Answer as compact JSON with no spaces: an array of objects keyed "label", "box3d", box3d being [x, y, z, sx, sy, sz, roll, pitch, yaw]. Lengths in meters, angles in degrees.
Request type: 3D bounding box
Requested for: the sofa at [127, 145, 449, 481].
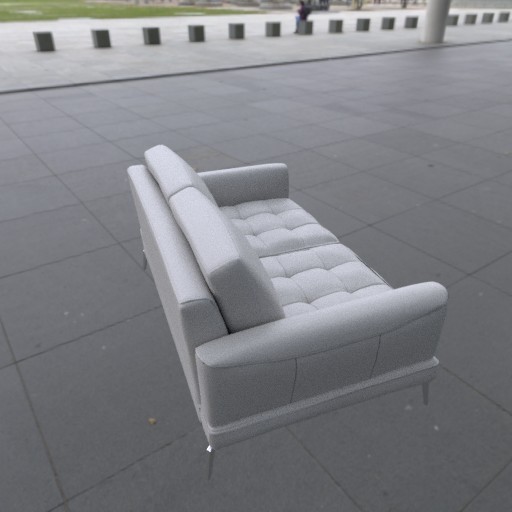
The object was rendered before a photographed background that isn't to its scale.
[{"label":"sofa","box3d":[0.000,0.000,2.430,1.121,0.930,1.819,-11,33,-18]}]
